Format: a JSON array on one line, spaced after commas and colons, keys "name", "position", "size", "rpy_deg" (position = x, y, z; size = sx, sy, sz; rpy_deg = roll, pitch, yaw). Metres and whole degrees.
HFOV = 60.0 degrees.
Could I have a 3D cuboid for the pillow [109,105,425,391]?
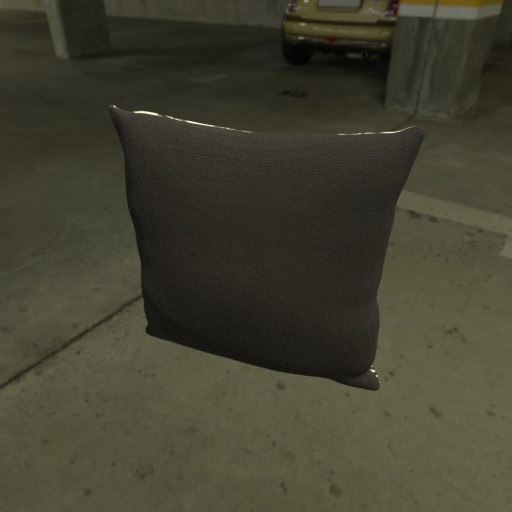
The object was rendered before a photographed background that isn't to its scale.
[{"name": "pillow", "position": [0.000, 0.000, 0.690], "size": [0.440, 0.441, 0.182], "rpy_deg": [10, 34, 15]}]
